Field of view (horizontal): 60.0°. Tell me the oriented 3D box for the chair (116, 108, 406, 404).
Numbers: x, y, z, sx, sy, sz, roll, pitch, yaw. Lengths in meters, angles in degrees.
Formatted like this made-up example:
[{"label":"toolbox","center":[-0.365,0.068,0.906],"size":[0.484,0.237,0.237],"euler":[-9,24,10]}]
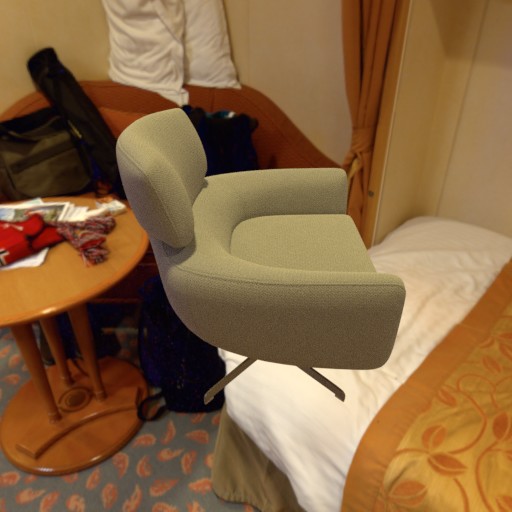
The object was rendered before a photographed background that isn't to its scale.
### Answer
[{"label":"chair","center":[0.000,0.000,1.389],"size":[0.730,0.810,0.760],"euler":[-1,32,-1]}]
